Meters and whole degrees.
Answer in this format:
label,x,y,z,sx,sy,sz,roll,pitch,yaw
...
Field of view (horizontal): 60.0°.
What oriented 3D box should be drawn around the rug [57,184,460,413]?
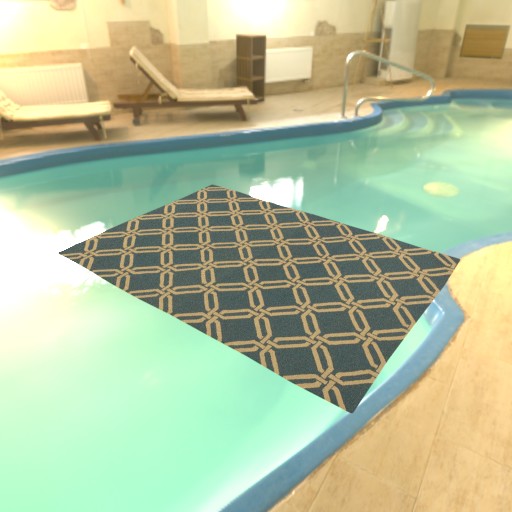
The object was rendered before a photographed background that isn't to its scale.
label,x,y,z,sx,sy,sz,roll,pitch,yaw
rug,0.000,0.000,2.845,2.135,0.013,1.524,21,37,31
